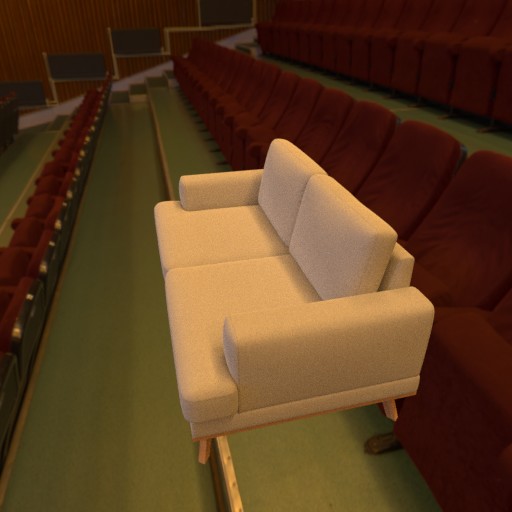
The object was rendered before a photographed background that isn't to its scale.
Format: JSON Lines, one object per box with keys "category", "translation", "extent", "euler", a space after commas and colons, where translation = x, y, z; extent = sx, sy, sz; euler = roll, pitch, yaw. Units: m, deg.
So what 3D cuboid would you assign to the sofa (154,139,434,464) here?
{"category": "sofa", "translation": [0.000, 0.000, 2.184], "extent": [0.915, 0.810, 1.651], "euler": [-7, 30, -12]}
